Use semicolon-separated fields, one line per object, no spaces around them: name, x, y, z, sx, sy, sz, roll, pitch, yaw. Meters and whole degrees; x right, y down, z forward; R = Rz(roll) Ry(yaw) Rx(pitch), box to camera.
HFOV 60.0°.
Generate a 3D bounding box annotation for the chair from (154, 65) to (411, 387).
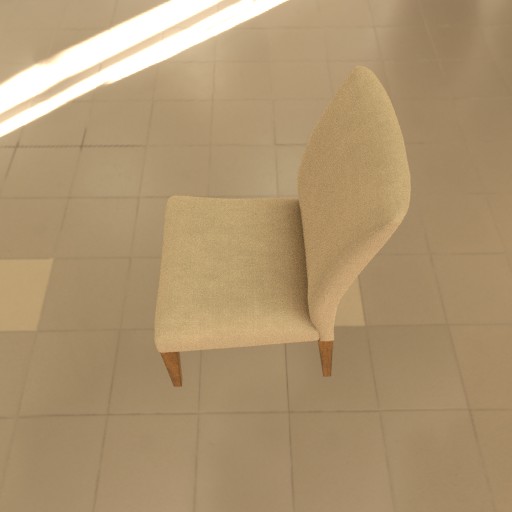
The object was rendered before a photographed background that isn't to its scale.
chair;0.000;0.000;1.273;0.585;0.940;0.496;-1;60;-1
